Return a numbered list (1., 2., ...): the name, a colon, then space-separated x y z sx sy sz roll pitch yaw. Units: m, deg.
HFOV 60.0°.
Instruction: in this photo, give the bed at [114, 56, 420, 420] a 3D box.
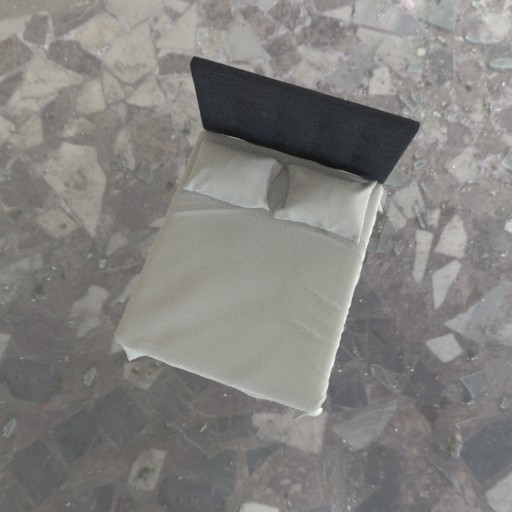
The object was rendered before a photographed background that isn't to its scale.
1. bed: 0.000 0.000 3.500 1.936 1.577 2.222 18 75 5
